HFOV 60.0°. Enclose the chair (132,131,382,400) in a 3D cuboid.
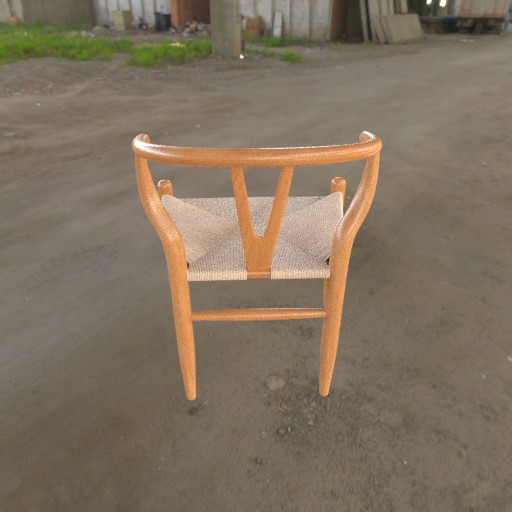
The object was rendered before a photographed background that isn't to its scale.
[{"bbox_3d":[0.000,0.000,1.156,0.569,0.730,0.579,-1,30,-2],"label":"chair"}]
